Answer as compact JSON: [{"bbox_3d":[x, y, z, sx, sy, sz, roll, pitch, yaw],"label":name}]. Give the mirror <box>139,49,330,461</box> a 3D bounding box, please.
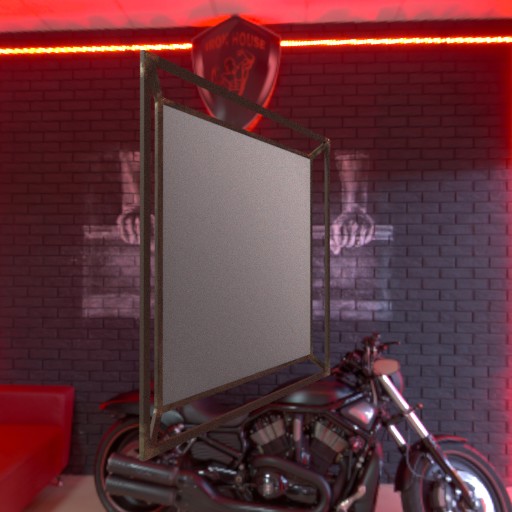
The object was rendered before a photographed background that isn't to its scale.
[{"bbox_3d":[0.000,0.000,0.912,0.032,0.610,0.610,0,-1,36],"label":"mirror"}]
